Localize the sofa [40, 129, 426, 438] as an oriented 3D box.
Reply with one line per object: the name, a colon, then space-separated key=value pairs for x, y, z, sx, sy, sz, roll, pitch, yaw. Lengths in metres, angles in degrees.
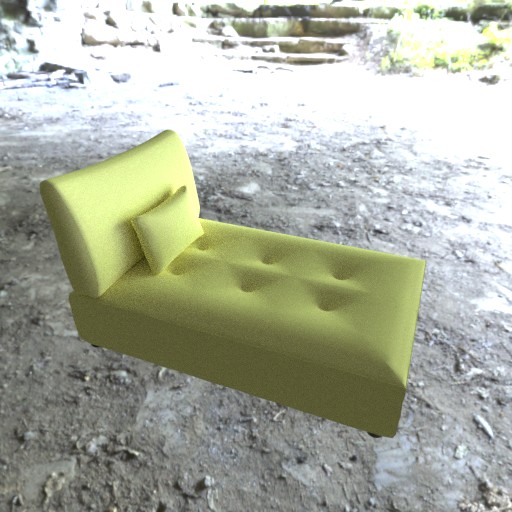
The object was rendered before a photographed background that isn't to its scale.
sofa: x=0.000 y=0.000 z=1.999 sx=1.450 sy=0.820 sz=0.930 roll=12 pitch=32 yaw=19
